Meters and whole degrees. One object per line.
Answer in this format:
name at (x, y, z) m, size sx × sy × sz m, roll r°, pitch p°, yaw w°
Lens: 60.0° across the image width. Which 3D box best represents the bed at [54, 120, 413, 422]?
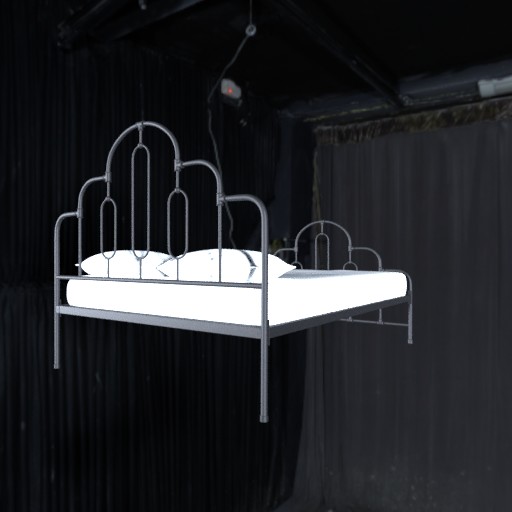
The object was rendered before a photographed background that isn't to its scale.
bed at (0.000, 0.000, 3.231) m, size 1.640 × 1.429 × 2.163 m, roll 0°, pitch 0°, yaw 35°
